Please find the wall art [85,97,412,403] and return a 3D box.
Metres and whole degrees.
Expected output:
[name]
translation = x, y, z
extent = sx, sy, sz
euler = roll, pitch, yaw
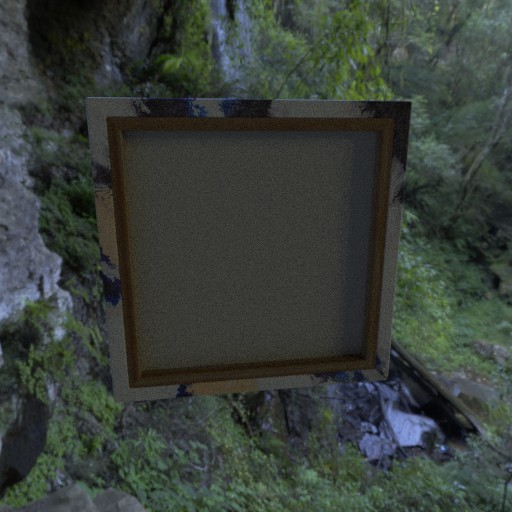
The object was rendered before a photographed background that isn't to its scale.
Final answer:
[wall art]
translation = 0.000, 0.000, 0.914
extent = 0.609, 0.609, 0.039
euler = -2, 15, -8
